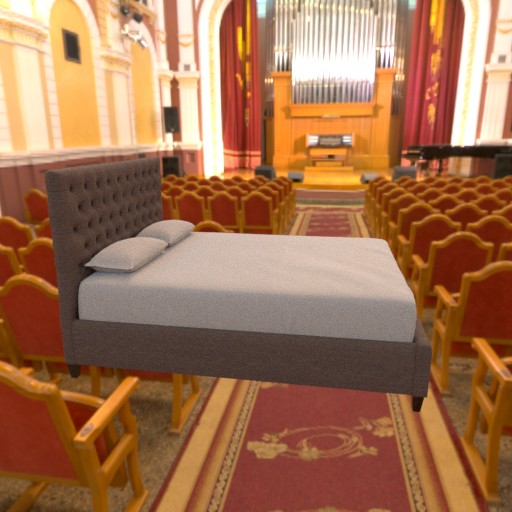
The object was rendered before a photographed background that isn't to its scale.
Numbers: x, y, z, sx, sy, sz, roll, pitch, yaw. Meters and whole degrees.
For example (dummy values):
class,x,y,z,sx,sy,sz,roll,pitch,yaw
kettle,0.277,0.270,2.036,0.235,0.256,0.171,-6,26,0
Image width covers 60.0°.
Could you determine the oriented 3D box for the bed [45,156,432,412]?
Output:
class,x,y,z,sx,sy,sz,roll,pitch,yaw
bed,0.000,0.000,3.482,2.387,1.427,1.698,3,16,10
